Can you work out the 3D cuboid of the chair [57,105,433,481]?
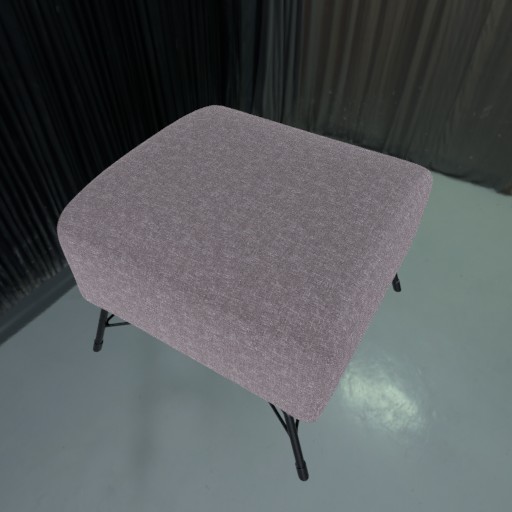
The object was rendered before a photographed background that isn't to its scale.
[{"bbox_3d":[0.000,0.000,0.895,0.530,0.410,0.530,23,50,21],"label":"chair"}]
